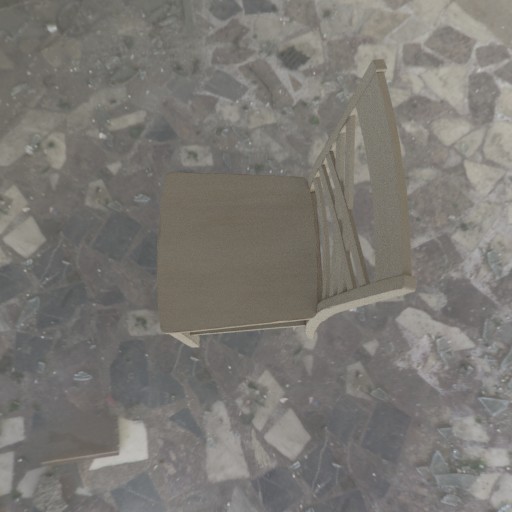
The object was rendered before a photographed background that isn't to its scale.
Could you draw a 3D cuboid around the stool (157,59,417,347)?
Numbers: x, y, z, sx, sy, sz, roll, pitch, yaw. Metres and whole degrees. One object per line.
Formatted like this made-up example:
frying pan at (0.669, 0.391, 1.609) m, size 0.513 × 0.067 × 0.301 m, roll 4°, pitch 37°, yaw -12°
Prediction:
stool at (0.000, 0.000, 1.305) m, size 0.539 × 1.079 × 0.462 m, roll -2°, pitch 73°, yaw 0°
